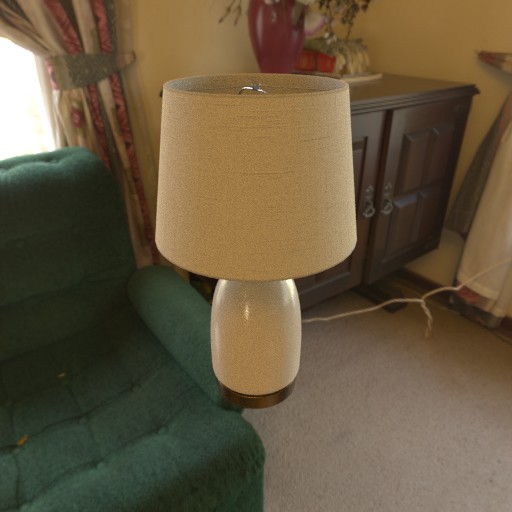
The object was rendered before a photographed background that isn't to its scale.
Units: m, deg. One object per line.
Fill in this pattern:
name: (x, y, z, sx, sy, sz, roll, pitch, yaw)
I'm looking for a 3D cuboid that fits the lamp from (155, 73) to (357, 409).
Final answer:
lamp: (0.000, 0.000, 0.659, 0.285, 0.483, 0.285, 0, 28, 0)
